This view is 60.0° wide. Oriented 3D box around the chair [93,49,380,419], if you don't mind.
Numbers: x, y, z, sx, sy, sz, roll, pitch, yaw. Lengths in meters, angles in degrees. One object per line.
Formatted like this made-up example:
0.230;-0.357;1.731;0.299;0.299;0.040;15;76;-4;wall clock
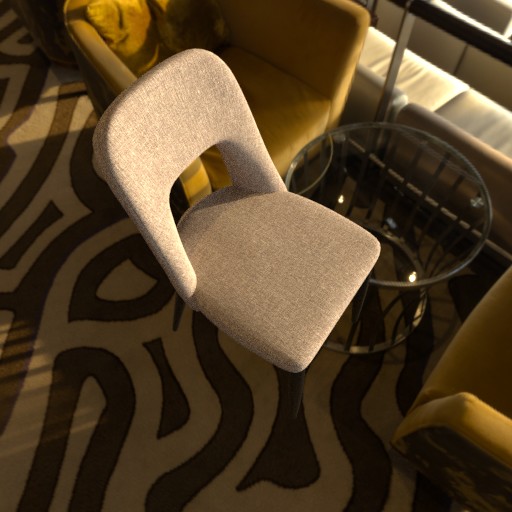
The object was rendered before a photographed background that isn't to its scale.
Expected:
0.000;0.000;1.248;0.612;0.931;0.470;31;63;17;chair
